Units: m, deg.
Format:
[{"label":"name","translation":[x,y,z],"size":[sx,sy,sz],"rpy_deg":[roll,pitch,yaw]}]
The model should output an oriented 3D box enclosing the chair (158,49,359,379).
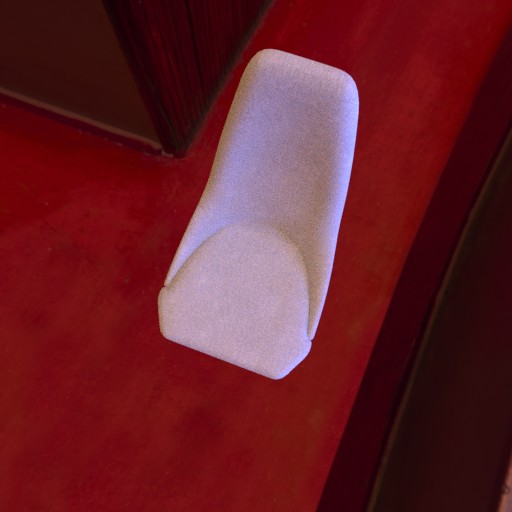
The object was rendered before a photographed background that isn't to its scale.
[{"label":"chair","translation":[0.000,0.000,1.382],"size":[0.510,1.040,0.660],"rpy_deg":[20,76,5]}]
